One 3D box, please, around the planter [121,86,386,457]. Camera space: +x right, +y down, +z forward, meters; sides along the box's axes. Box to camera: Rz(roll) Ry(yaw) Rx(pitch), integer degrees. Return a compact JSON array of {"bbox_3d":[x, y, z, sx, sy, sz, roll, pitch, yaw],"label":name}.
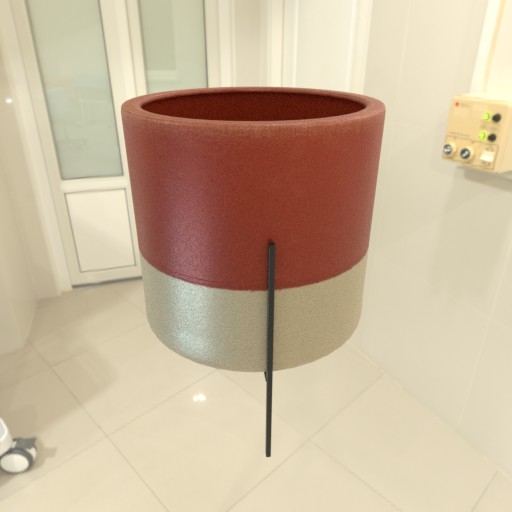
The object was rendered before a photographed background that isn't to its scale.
[{"bbox_3d":[0.000,0.000,0.695,0.354,0.465,0.345,-19,32,-32],"label":"planter"}]
